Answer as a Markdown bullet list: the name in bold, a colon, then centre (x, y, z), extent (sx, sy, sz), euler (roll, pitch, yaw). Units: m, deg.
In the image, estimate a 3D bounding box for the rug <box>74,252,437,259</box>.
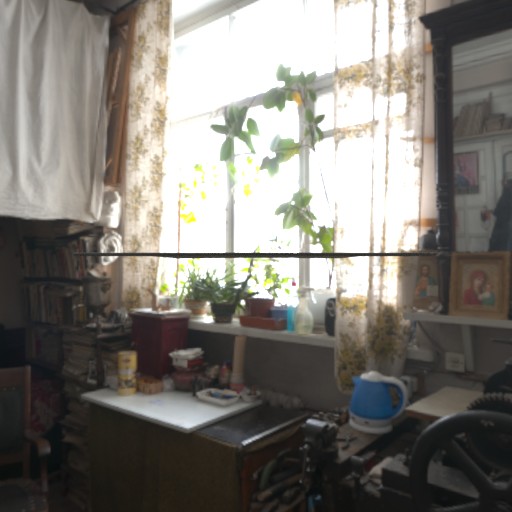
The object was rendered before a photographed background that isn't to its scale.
- **rug**: centre (0.000, 0.000, 2.343), extent (1.174, 0.022, 1.853), euler (0, -1, 0)
